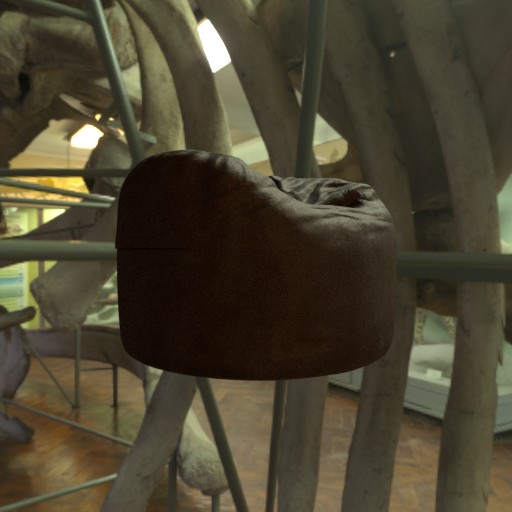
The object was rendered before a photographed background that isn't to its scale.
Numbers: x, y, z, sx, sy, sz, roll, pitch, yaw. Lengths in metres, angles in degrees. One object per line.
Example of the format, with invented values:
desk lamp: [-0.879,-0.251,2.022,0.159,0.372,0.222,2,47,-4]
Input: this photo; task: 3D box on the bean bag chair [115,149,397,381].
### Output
bean bag chair: [0.000,0.000,1.510,0.918,0.616,0.918,0,1,0]
